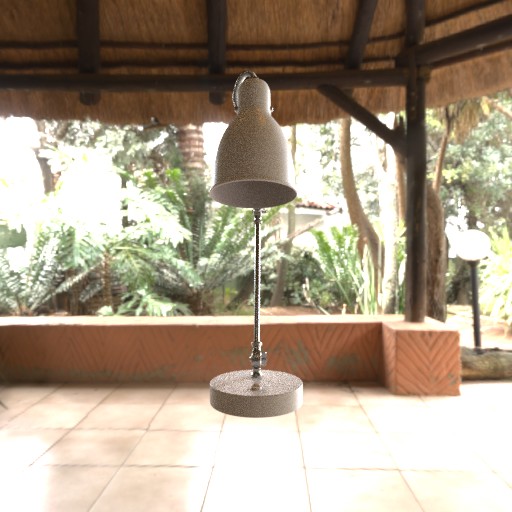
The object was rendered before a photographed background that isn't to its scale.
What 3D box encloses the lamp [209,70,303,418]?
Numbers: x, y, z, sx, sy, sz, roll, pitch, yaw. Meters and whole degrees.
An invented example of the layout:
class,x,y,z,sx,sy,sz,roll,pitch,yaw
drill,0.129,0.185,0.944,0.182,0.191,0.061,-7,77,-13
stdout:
class,x,y,z,sx,sy,sz,roll,pitch,yaw
lamp,0.000,0.000,0.865,0.187,0.587,0.561,0,0,1
